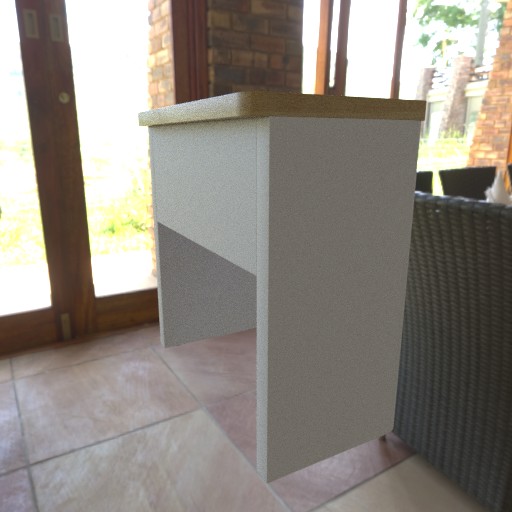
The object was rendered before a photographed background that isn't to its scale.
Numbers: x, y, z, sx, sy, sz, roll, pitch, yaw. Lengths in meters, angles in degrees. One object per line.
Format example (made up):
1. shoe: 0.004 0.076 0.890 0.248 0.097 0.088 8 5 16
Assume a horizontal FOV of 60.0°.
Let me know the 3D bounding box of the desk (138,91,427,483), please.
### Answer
1. desk: 0.000 0.000 1.246 0.440 0.790 0.760 -8 17 -28
